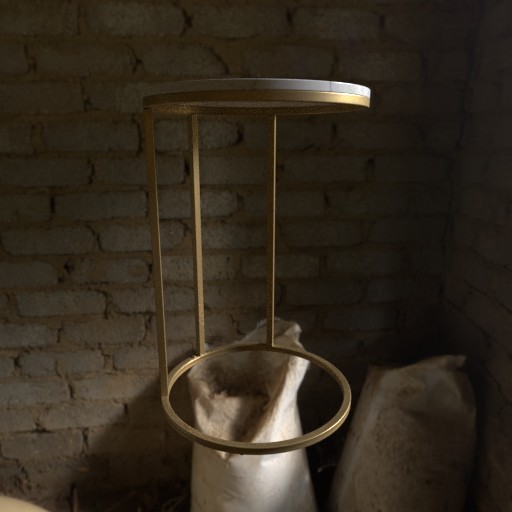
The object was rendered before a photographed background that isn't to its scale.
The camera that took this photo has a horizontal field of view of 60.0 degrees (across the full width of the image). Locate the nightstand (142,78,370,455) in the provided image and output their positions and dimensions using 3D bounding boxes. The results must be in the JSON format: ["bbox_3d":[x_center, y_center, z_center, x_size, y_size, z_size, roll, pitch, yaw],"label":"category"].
[{"bbox_3d":[0.000,0.000,0.879,0.400,0.610,0.400,-14,21,-43],"label":"nightstand"}]
